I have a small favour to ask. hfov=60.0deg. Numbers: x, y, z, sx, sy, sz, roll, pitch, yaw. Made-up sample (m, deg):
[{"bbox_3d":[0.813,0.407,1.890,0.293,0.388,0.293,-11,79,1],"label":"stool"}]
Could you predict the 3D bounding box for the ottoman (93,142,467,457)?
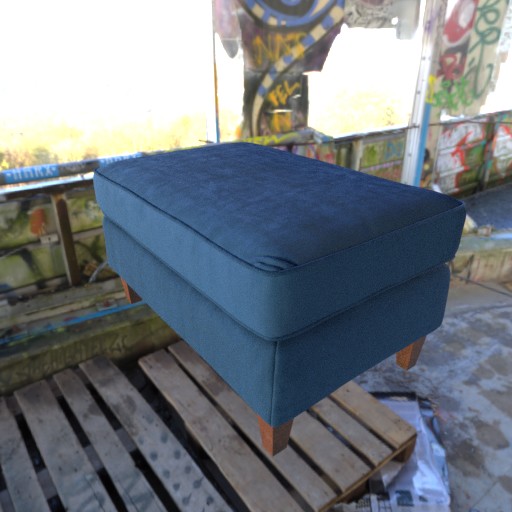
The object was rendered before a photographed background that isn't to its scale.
[{"bbox_3d":[0.000,0.000,1.210,0.583,0.484,0.862,-18,31,-33],"label":"ottoman"}]
